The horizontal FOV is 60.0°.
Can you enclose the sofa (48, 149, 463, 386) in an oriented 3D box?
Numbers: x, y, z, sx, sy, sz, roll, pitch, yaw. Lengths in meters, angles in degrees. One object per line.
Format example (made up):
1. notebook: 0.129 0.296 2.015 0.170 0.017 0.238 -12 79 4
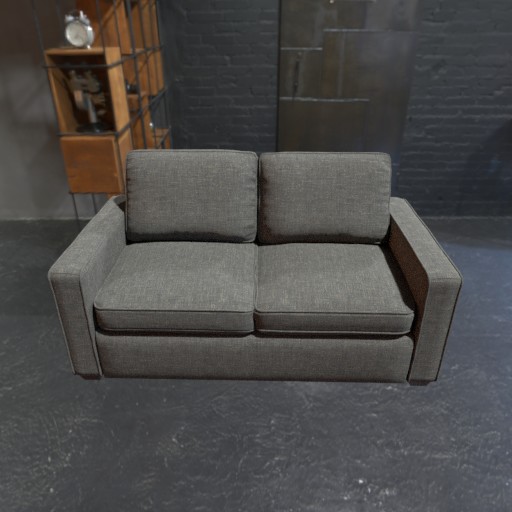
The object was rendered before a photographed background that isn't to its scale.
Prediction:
1. sofa: 0.000 0.000 2.249 1.709 0.918 0.947 1 29 1
